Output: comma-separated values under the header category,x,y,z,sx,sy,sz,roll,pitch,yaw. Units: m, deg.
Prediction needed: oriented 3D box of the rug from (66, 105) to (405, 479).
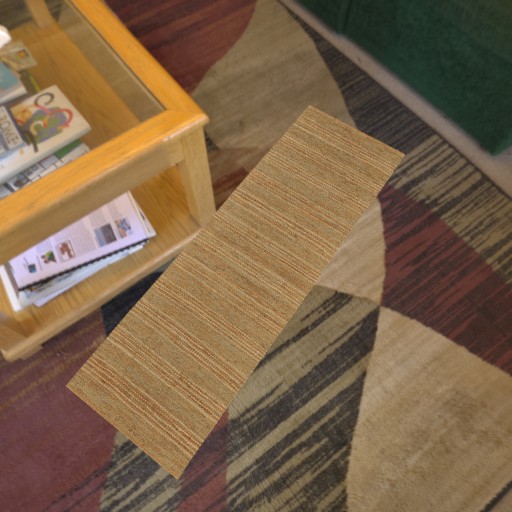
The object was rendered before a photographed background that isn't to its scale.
category,x,y,z,sx,sy,sz,roll,pitch,yaw
rug,0.000,0.000,2.709,0.783,0.006,2.438,33,69,14
